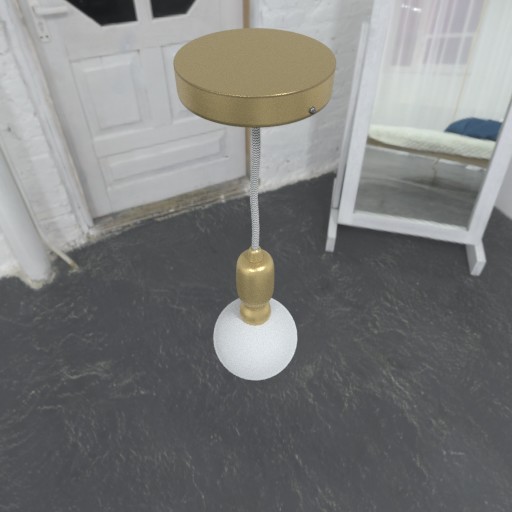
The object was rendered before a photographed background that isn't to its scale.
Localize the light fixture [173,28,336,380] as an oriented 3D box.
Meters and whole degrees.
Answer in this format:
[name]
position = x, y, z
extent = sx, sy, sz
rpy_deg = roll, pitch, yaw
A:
[light fixture]
position = 0.000, 0.000, 0.577
extent = 0.147, 0.510, 0.146
rpy_deg = 32, 54, 27
